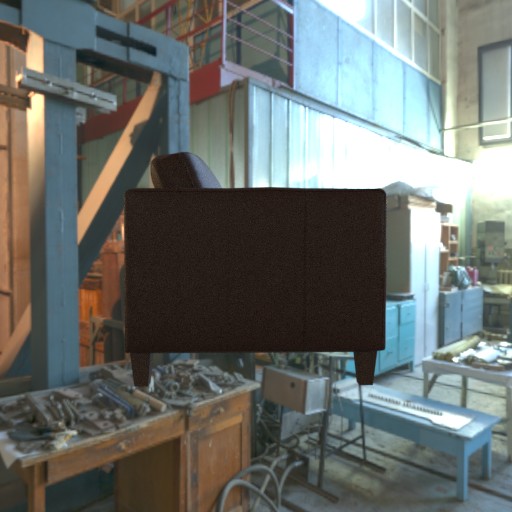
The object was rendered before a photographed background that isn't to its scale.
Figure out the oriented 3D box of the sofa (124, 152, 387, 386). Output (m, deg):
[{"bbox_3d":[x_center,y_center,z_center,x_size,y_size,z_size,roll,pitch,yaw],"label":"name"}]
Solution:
[{"bbox_3d":[0.000,0.000,2.454,0.923,0.863,1.971,0,1,-1],"label":"sofa"}]
